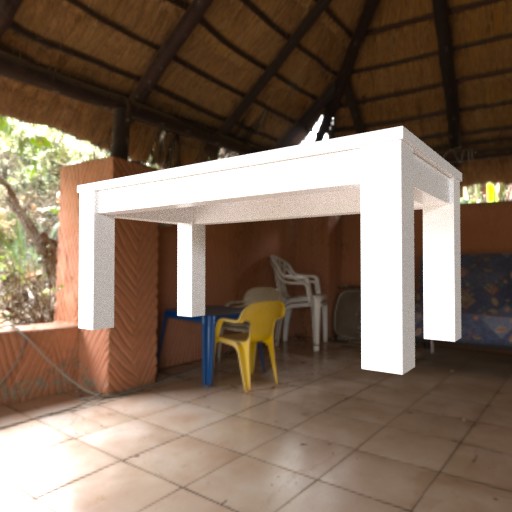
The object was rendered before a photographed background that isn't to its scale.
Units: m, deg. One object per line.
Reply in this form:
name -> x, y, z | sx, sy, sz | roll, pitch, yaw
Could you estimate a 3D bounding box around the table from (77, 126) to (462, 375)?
table -> 0.000, 0.000, 2.288 | 1.800, 0.790, 0.900 | -1, -1, 36
